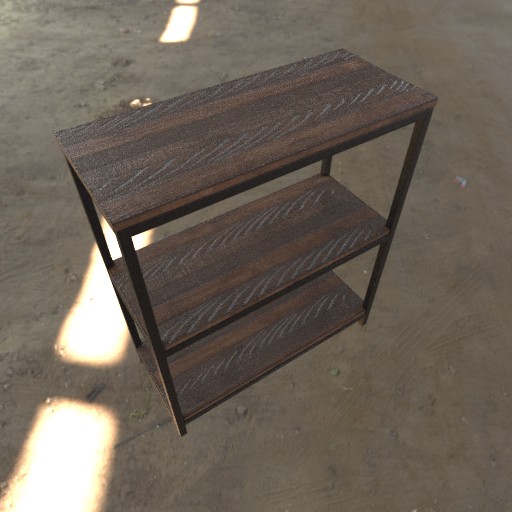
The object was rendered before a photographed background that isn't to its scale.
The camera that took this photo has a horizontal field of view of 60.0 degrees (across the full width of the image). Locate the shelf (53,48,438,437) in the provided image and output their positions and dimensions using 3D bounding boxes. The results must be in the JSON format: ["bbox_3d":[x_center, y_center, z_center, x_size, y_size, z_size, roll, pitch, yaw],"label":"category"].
[{"bbox_3d":[0.000,0.000,1.361,0.822,0.947,0.352,-25,52,-22],"label":"shelf"}]
